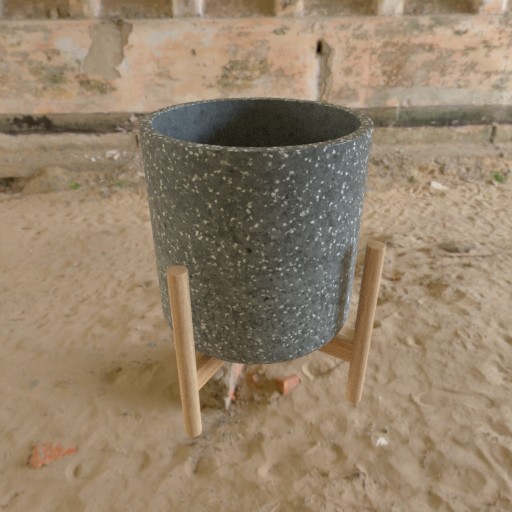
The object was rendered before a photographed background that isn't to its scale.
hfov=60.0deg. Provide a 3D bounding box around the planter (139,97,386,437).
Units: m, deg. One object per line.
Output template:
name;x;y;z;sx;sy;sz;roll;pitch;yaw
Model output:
planter;0.000;0.000;0.690;0.360;0.419;0.360;-20;35;-31
